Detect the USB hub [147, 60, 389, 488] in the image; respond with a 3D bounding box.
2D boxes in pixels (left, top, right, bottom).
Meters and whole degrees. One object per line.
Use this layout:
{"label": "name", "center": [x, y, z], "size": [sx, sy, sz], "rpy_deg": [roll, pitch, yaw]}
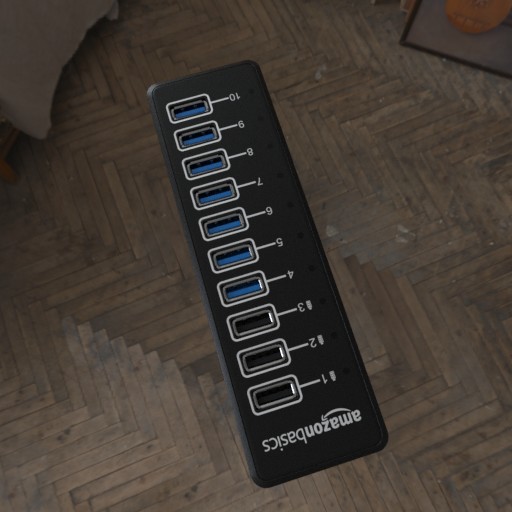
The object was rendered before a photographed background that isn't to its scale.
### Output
{"label": "USB hub", "center": [0.000, 0.000, 0.161], "size": [0.044, 0.023, 0.145], "rpy_deg": [-16, 77, -4]}
